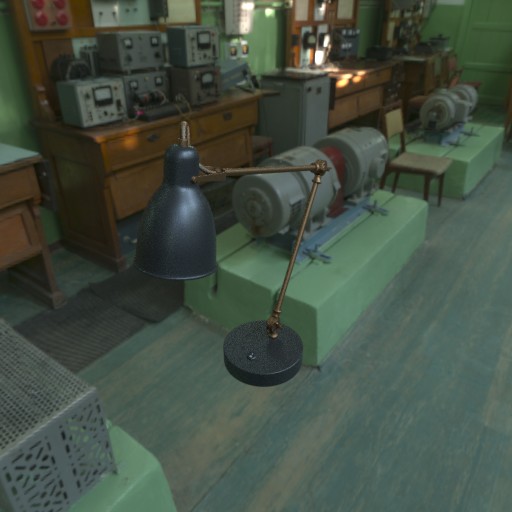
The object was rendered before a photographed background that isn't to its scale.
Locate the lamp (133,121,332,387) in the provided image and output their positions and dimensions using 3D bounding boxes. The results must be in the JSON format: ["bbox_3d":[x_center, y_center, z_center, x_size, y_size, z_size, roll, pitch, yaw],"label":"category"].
[{"bbox_3d":[0.000,0.000,0.888,0.187,0.587,0.561,19,35,30],"label":"lamp"}]
